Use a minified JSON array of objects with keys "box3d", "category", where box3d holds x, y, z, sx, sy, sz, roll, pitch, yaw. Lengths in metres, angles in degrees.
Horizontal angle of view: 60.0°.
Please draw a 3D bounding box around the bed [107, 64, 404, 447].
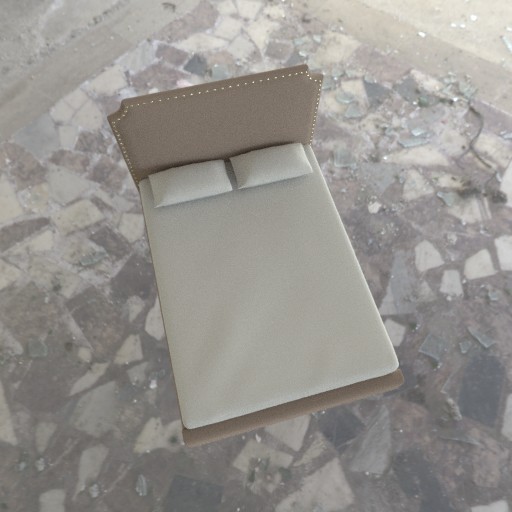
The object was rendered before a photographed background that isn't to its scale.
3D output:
[{"box3d":[0.000,0.000,3.477,1.713,1.443,2.372,-14,65,-7],"category":"bed"}]
